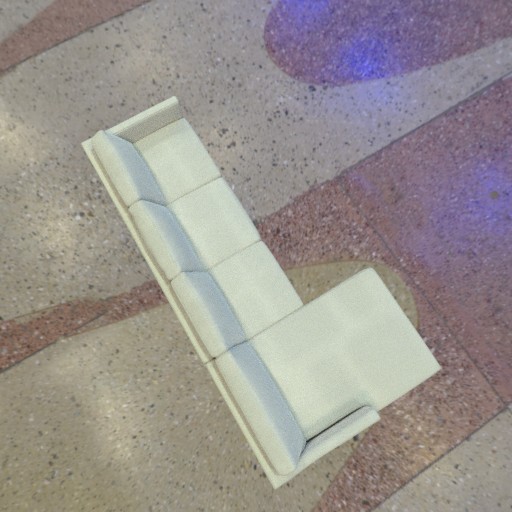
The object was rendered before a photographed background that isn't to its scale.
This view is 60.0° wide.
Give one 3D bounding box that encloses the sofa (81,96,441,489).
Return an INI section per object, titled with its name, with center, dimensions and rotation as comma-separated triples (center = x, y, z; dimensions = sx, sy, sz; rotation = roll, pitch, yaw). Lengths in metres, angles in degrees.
[sofa]
center = 0.000, 0.000, 3.805
dimensions = 1.625, 0.861, 3.186
rotation = -30, 78, -7
